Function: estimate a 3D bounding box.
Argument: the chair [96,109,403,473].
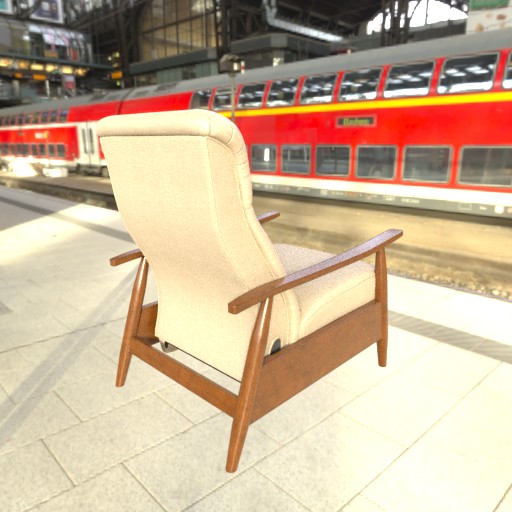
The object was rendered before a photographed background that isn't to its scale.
[{"bbox_3d":[0.000,0.000,1.813,0.762,1.082,1.030,14,20,43],"label":"chair"}]
